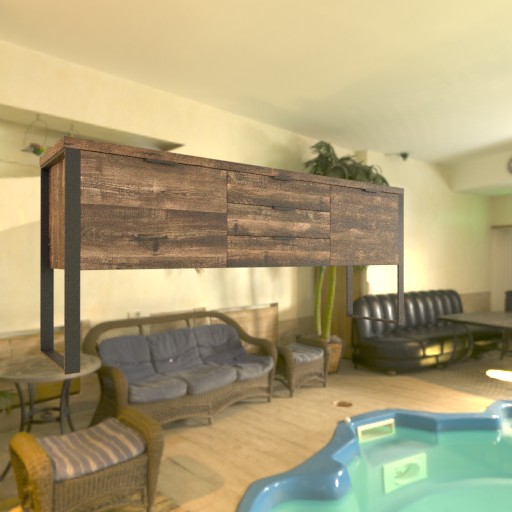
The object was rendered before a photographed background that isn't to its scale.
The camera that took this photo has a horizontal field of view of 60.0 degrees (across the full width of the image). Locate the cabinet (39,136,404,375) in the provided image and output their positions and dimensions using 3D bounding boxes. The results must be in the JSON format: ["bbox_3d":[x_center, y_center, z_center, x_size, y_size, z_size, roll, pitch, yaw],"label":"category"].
[{"bbox_3d":[0.000,0.000,2.097,1.800,0.762,0.395,0,0,-37],"label":"cabinet"}]
